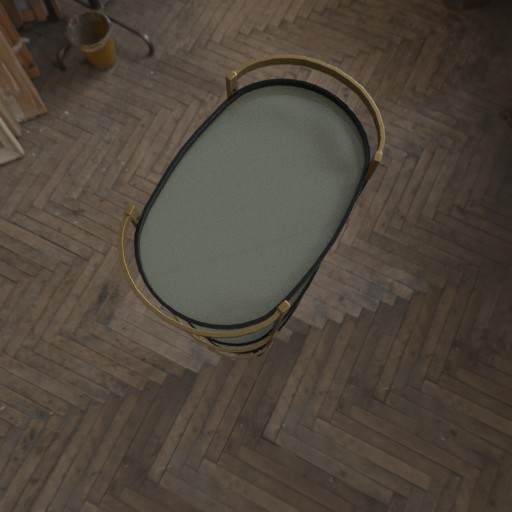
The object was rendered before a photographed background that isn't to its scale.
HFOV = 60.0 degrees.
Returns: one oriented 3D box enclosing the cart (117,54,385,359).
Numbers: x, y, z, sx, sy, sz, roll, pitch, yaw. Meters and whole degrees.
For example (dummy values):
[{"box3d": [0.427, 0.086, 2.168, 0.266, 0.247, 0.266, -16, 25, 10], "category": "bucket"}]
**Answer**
[{"box3d": [0.000, 0.000, 1.133, 0.311, 0.885, 0.515, 32, 77, 8], "category": "cart"}]
